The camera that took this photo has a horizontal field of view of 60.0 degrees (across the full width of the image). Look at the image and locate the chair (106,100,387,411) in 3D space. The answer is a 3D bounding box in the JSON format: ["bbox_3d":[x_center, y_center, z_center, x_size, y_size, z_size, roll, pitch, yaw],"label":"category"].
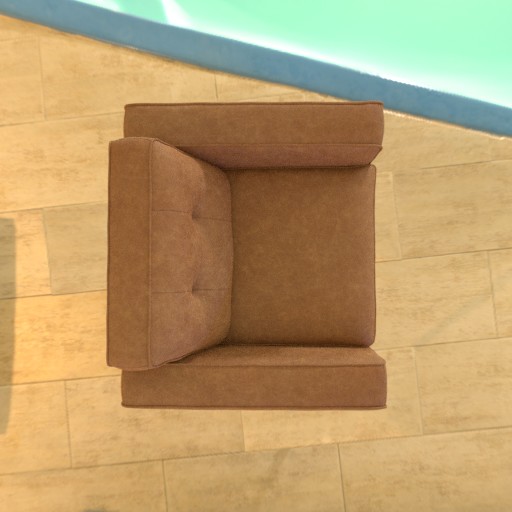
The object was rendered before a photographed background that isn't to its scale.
[{"bbox_3d":[0.000,0.000,1.730,0.952,0.782,1.118,0,88,1],"label":"chair"}]
